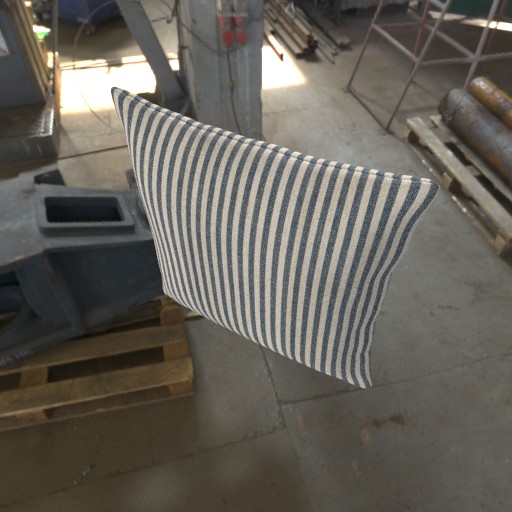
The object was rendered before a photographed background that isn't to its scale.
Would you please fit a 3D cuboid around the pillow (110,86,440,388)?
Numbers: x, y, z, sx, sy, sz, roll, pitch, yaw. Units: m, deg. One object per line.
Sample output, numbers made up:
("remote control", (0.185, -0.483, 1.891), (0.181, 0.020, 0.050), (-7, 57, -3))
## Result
("pillow", (0.000, 0.000, 0.794), (0.523, 0.510, 0.166), (22, 50, 20))
